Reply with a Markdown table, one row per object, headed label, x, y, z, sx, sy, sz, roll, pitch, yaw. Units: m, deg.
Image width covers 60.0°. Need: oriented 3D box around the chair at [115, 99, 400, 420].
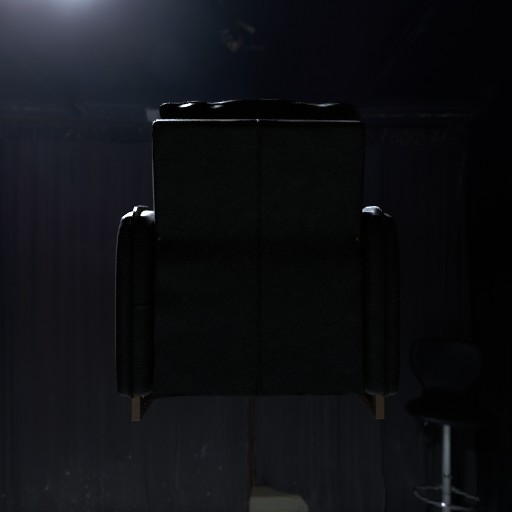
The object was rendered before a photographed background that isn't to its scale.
| label | x | y | z | sx | sy | sz | roll | pitch | yaw |
| --- | --- | --- | --- | --- | --- | --- | --- | --- | --- |
| chair | 0.000 | 0.000 | 1.628 | 0.830 | 0.921 | 0.921 | 0 | -1 | -1 |
